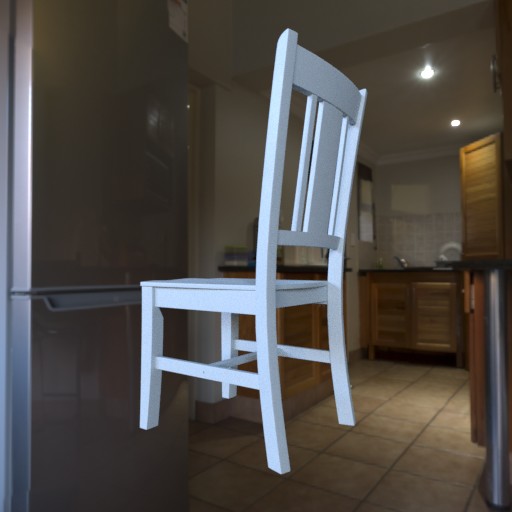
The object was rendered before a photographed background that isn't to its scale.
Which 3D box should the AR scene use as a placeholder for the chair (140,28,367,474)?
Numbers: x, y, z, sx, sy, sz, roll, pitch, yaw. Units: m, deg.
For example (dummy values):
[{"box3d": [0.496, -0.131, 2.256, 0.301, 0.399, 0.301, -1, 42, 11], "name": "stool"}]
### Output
[{"box3d": [0.000, 0.000, 1.302, 0.555, 0.998, 0.450, -1, -1, 36], "name": "chair"}]
